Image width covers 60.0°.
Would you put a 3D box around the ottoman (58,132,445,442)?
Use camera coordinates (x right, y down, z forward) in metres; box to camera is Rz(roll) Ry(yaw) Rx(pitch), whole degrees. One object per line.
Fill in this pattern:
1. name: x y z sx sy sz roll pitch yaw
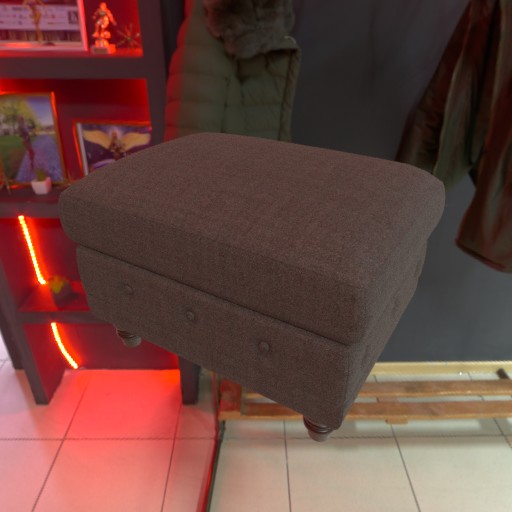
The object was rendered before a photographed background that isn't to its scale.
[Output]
1. ottoman: 0.000 0.000 1.198 0.809 0.555 0.599 17 34 27
